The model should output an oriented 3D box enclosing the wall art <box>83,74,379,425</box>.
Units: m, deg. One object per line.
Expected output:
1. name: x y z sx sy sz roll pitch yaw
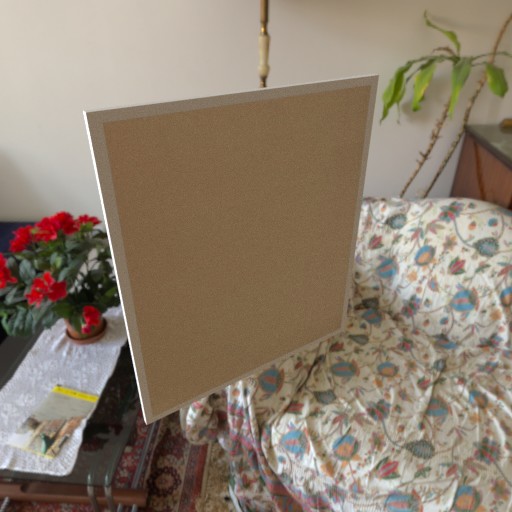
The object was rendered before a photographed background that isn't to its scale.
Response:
1. wall art: 0.000 0.000 0.778 0.482 0.557 0.012 -18 36 -28
